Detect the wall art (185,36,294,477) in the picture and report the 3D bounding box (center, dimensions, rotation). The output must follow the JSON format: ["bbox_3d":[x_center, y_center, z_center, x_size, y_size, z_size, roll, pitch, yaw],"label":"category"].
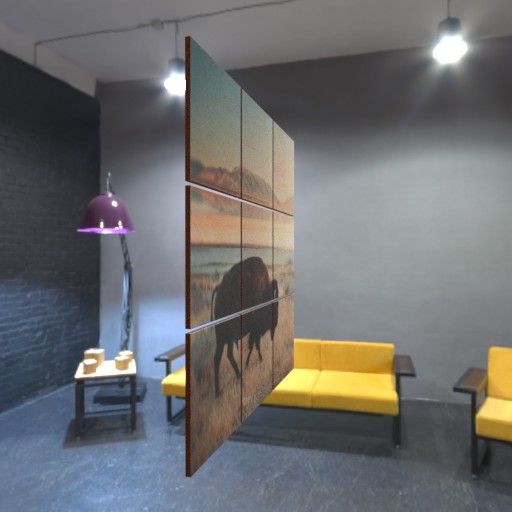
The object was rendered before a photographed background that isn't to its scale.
[{"bbox_3d":[0.000,0.000,1.340,0.018,0.904,0.906,0,0,18],"label":"wall art"}]
